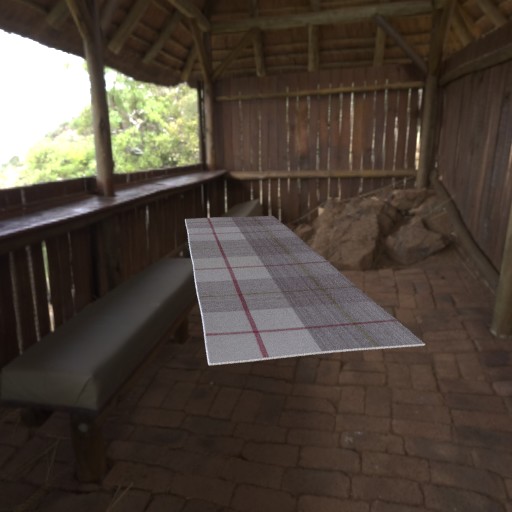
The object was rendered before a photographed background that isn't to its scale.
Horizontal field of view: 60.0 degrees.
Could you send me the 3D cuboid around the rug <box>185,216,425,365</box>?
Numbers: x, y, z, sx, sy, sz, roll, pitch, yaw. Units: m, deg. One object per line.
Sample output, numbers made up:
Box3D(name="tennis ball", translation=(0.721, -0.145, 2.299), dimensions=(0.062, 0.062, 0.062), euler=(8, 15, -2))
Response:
Box3D(name="rug", translation=(0.000, 0.000, 2.645), dimensions=(0.762, 0.013, 2.439), euler=(-3, 16, -10))
